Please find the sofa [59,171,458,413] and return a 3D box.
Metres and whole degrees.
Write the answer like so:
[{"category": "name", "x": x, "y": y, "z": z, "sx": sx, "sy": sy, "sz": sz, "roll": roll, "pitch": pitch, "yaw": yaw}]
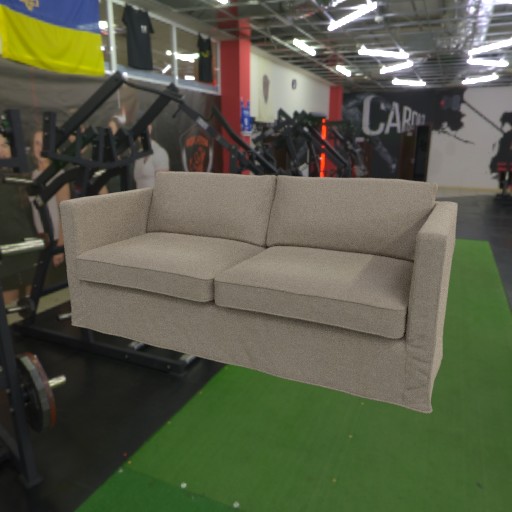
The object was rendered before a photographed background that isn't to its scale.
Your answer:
[{"category": "sofa", "x": 0.000, "y": 0.000, "z": 2.446, "sx": 1.987, "sy": 0.847, "sz": 0.956, "roll": 7, "pitch": 17, "yaw": 25}]
